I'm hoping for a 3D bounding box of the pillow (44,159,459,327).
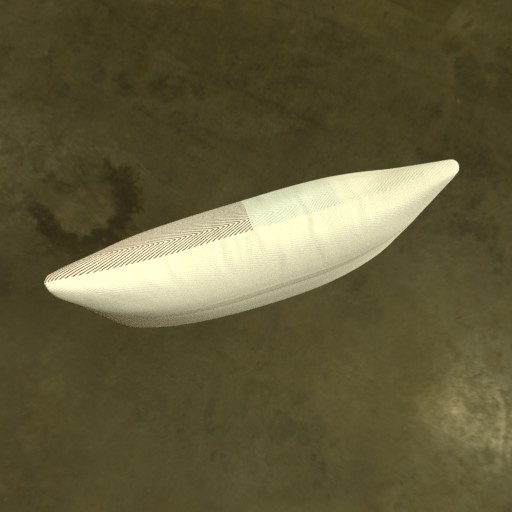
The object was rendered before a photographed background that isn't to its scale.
[{"bbox_3d":[0.000,0.000,0.649,0.506,0.305,0.139,-17,76,-4],"label":"pillow"}]
